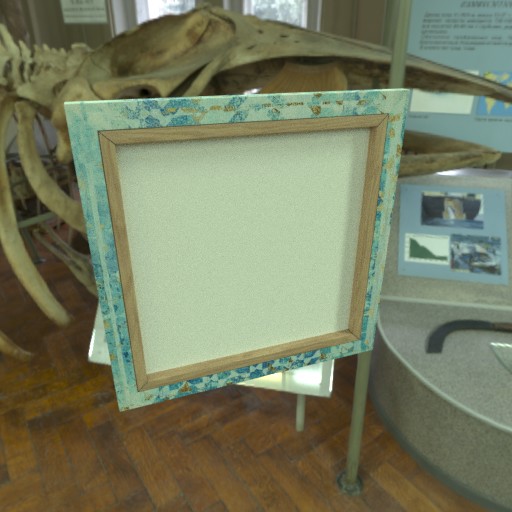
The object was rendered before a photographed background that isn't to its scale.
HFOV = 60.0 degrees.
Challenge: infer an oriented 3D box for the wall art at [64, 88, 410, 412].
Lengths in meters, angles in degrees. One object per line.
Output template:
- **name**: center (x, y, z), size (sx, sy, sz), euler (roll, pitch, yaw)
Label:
- **wall art**: center (0.000, 0.000, 1.335), size (0.916, 0.916, 0.040), euler (-9, 27, -18)
